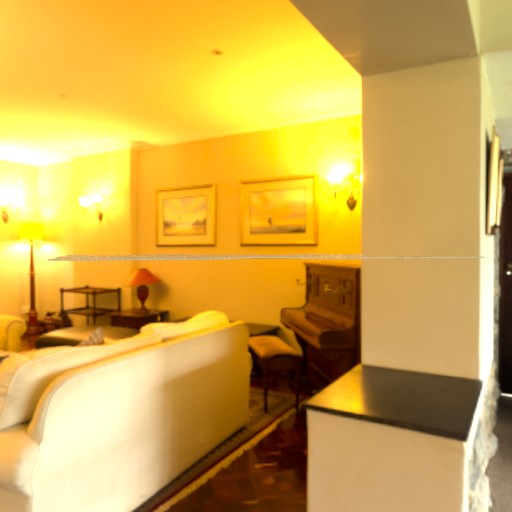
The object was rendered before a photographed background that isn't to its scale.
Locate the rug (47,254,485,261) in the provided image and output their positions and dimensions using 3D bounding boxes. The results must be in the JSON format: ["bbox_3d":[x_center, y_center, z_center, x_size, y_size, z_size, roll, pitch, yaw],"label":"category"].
[{"bbox_3d":[0.000,0.000,3.039,2.439,0.015,1.524,0,1,-19],"label":"rug"}]
